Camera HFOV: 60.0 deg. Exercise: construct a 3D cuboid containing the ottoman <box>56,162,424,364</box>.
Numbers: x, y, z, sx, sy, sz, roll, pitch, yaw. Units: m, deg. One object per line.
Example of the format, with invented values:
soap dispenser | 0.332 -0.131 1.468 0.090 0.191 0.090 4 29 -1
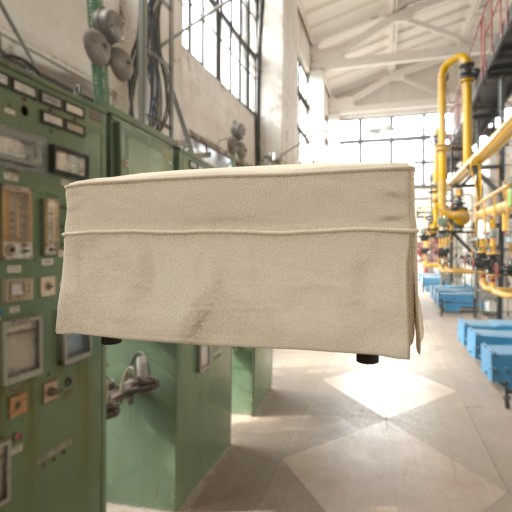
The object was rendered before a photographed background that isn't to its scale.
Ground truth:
ottoman | 0.000 0.000 1.353 0.944 0.479 0.703 0 1 17
